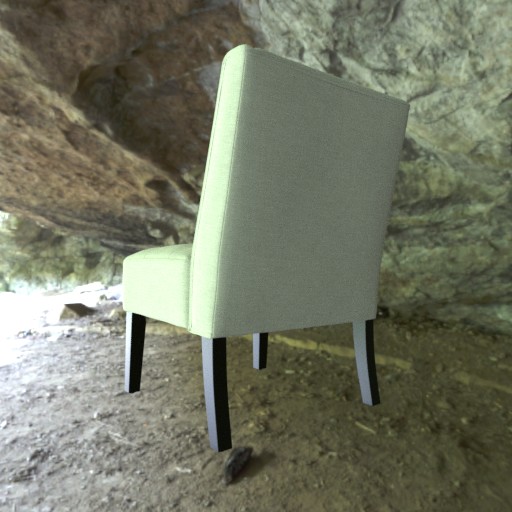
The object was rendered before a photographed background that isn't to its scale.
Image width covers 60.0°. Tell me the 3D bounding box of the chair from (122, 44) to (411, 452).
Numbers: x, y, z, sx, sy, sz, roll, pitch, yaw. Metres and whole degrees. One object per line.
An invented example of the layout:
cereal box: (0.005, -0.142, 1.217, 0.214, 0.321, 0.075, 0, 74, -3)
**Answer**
chair: (0.000, 0.000, 1.292, 0.569, 0.853, 0.676, 1, -1, -37)
